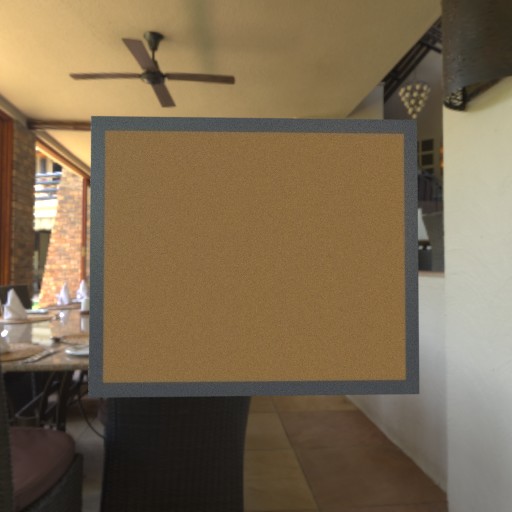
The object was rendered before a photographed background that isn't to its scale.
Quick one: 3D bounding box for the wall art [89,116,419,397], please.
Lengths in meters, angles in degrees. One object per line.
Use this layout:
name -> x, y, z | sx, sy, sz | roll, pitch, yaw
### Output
wall art -> 0.000, 0.000, 0.902 | 0.660, 0.558, 0.026 | 0, -1, -2
